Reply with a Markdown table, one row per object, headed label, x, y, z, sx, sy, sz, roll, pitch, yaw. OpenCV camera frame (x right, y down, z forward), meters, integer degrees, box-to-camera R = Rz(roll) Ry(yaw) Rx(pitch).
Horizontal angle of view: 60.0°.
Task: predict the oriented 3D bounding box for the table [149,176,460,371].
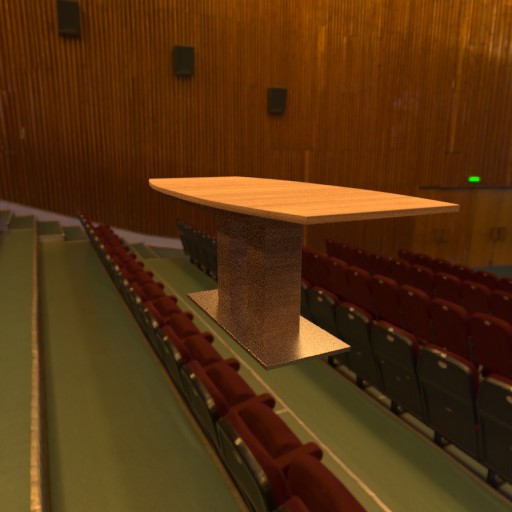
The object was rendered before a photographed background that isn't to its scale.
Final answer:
| label | x | y | z | sx | sy | sz | roll | pitch | yaw |
| --- | --- | --- | --- | --- | --- | --- | --- | --- | --- |
| table | 0.000 | 0.000 | 2.459 | 0.900 | 0.750 | 2.032 | -7 | 15 | -26 |
